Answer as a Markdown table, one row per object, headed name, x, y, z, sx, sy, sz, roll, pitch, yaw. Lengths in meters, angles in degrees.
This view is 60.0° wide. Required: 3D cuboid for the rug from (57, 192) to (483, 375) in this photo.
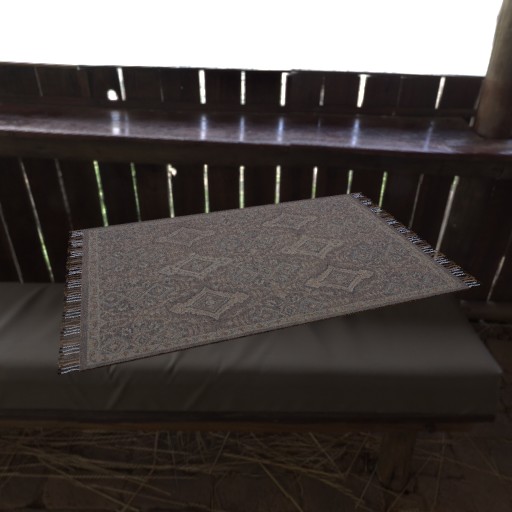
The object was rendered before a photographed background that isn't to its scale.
| name | x | y | z | sx | sy | sz | roll | pitch | yaw |
| --- | --- | --- | --- | --- | --- | --- | --- | --- | --- |
| rug | 0.000 | 0.000 | 3.001 | 2.434 | 0.010 | 1.516 | -9 | 32 | -15 |
